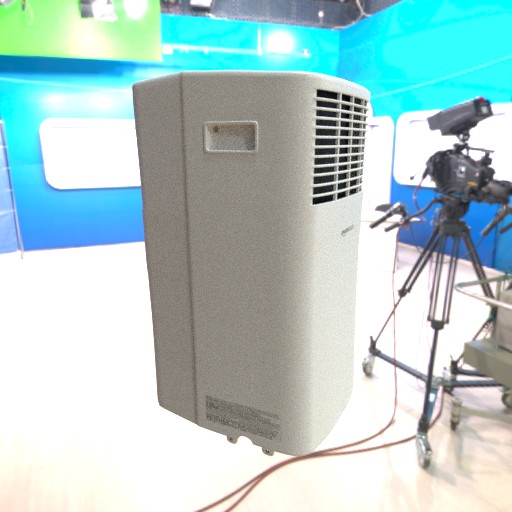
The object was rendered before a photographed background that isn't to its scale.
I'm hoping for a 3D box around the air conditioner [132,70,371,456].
[{"bbox_3d":[0.000,0.000,0.816,0.349,0.606,0.304,8,16,28],"label":"air conditioner"}]
